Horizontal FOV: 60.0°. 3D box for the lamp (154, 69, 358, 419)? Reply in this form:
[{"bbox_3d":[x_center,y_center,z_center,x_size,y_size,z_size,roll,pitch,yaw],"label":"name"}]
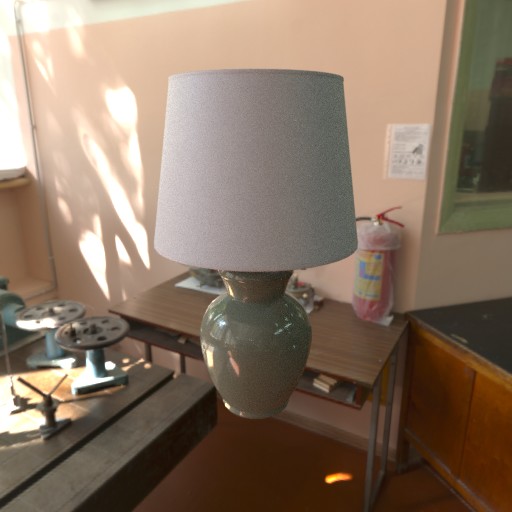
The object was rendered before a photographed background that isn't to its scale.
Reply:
[{"bbox_3d":[0.000,0.000,0.538,0.239,0.399,0.239,0,16,0],"label":"lamp"}]
